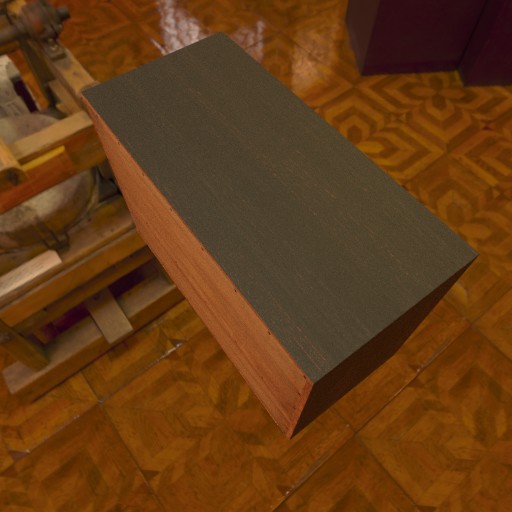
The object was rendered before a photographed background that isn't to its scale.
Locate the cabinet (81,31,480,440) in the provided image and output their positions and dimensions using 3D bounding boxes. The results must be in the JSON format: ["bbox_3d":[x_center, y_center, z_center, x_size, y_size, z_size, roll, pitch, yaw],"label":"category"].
[{"bbox_3d":[0.000,0.000,1.413,0.451,0.860,0.950,-32,65,-18],"label":"cabinet"}]
